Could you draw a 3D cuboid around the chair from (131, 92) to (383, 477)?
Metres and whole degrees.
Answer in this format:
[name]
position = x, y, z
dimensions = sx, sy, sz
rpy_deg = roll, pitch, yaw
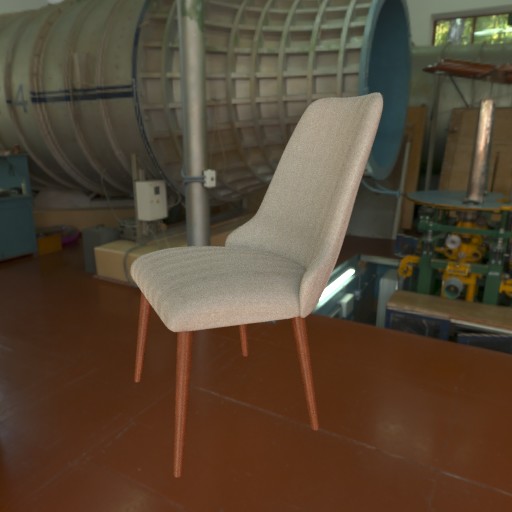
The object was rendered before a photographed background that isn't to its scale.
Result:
[chair]
position = 0.000, 0.000, 1.314
dimensions = 0.684, 0.917, 0.526
rpy_deg = -8, 17, -25
